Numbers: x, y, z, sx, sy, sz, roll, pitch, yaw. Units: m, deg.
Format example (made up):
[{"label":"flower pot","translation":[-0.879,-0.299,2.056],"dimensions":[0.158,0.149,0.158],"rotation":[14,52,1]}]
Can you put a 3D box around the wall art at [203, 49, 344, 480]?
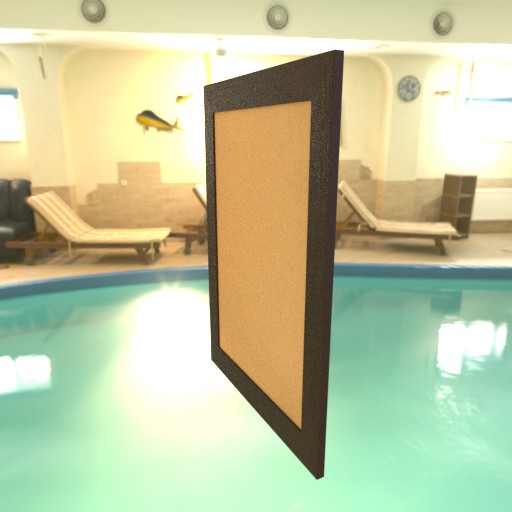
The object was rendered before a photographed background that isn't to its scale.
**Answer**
[{"label":"wall art","translation":[0.000,0.000,0.658],"dimensions":[0.013,0.508,0.359],"rotation":[-8,17,-27]}]
